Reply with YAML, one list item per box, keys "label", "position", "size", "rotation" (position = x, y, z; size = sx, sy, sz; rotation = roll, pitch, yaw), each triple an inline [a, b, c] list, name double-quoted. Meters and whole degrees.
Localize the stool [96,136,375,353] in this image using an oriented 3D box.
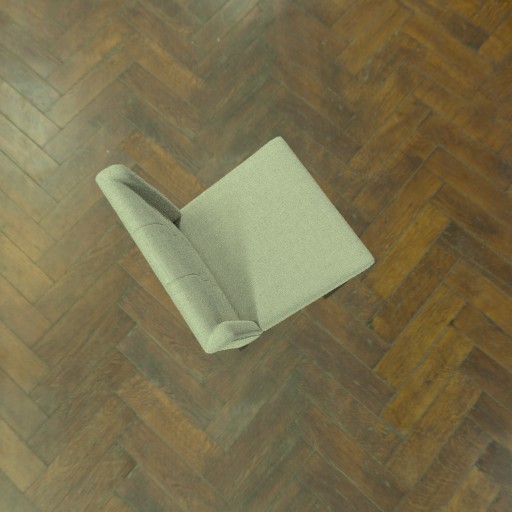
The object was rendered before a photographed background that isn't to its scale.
- label: "stool"
  position: [0.000, 0.000, 1.422]
  size: [0.509, 1.116, 0.474]
  rotation: [-34, 79, -8]
